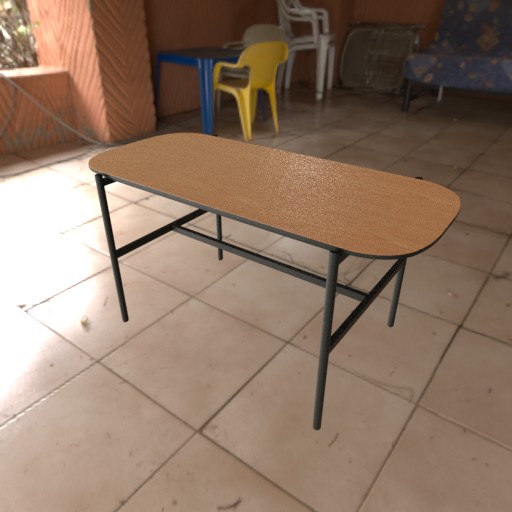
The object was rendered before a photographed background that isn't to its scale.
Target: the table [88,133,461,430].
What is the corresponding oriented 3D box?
[{"bbox_3d":[0.000,0.000,1.044,0.800,0.400,0.400,20,36,30],"label":"table"}]
